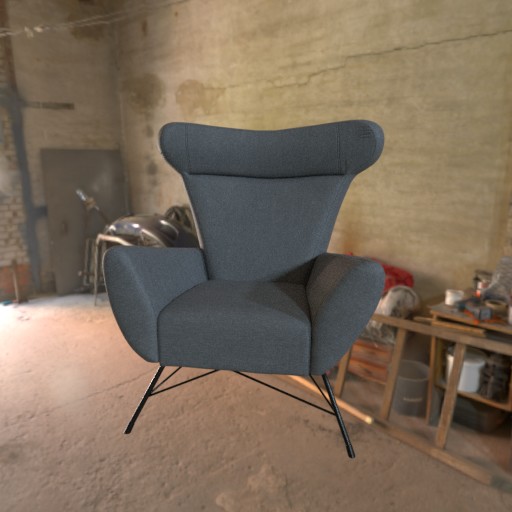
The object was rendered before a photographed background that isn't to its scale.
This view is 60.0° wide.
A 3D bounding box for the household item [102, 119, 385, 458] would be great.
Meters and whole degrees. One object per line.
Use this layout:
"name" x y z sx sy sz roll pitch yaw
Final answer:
"household item" 0.000 0.000 1.741 0.980 1.050 0.900 2 13 9
